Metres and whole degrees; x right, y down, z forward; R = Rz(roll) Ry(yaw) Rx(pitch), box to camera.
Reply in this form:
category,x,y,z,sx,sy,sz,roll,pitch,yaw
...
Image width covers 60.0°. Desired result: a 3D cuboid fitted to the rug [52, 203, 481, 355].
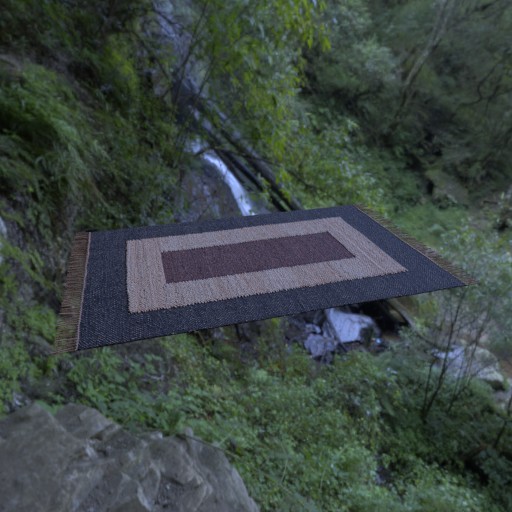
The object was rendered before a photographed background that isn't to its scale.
category,x,y,z,sx,sy,sz,roll,pitch,yaw
rug,0.000,0.000,2.492,2.021,0.027,1.224,-7,27,-14
